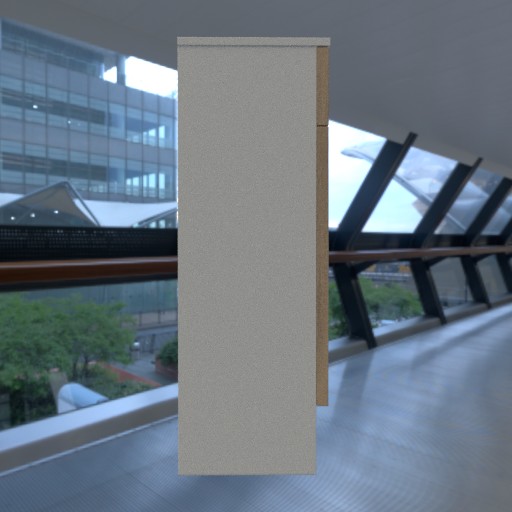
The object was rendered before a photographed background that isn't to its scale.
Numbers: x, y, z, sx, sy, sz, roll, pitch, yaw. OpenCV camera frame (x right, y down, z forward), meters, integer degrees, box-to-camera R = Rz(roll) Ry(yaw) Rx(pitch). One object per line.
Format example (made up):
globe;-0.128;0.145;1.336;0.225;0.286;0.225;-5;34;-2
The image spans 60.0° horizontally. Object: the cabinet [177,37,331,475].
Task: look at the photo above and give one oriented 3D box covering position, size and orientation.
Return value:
cabinet;0.000;0.000;1.124;0.296;0.815;0.600;0;1;-1
